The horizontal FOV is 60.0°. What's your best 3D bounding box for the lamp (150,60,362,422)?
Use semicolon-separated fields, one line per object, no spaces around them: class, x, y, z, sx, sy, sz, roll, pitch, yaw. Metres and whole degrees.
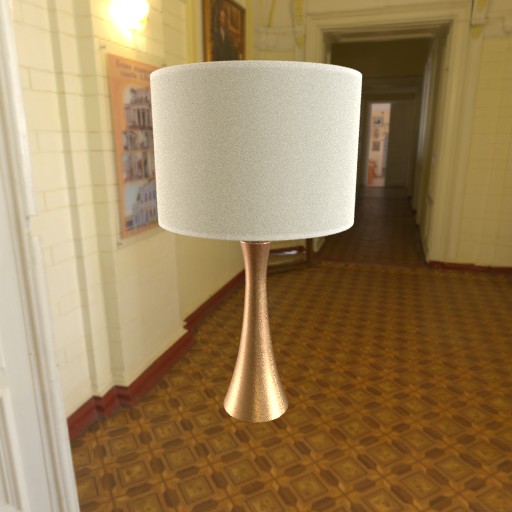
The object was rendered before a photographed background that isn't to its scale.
lamp;0.000;0.000;0.637;0.268;0.479;0.268;-8;17;-27
